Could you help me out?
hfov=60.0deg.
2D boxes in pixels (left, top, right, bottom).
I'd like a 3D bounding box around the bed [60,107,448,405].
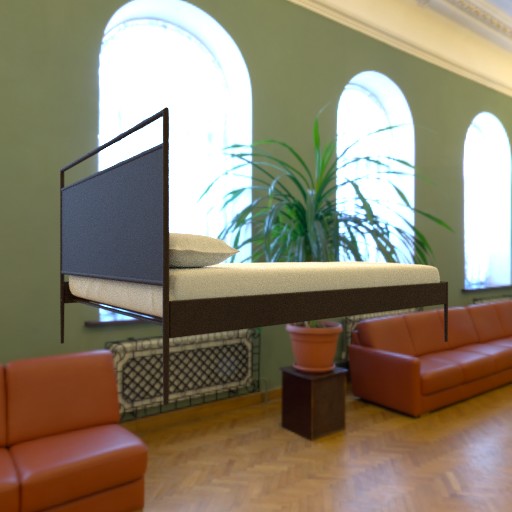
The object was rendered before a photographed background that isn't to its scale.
[{"bbox_3d":[0.000,0.000,3.008,2.122,1.173,1.572,0,0,-38],"label":"bed"}]
